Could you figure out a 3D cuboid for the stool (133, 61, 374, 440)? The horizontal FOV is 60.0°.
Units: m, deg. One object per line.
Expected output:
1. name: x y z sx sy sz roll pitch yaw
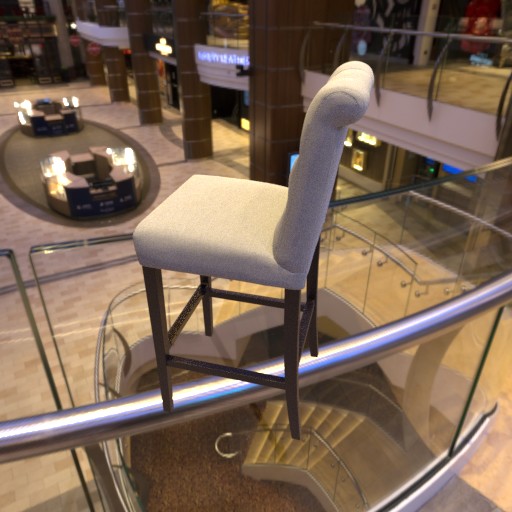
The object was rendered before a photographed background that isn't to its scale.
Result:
1. stool: 0.000 0.000 1.443 0.601 1.140 0.493 8 31 13
